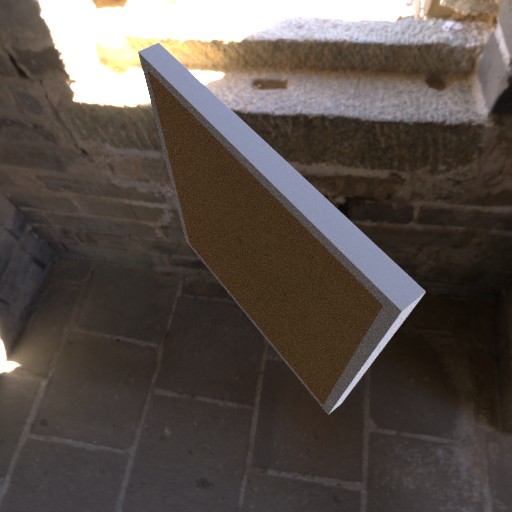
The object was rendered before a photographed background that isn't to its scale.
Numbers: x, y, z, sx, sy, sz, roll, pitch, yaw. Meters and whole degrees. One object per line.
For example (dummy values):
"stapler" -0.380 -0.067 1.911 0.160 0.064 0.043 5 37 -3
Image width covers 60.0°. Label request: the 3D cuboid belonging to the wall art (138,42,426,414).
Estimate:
"wall art" 0.000 0.000 0.757 0.035 0.507 0.508 -34 65 -18
